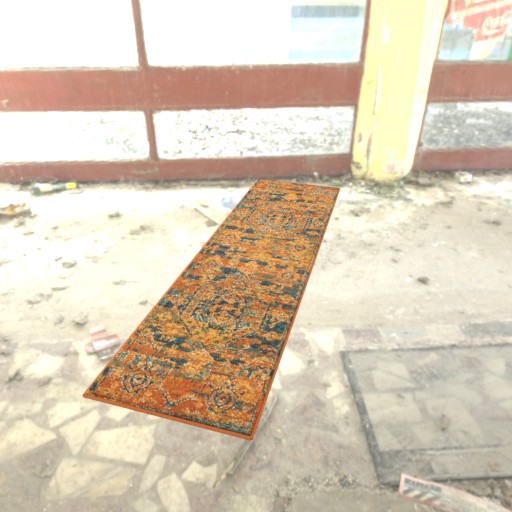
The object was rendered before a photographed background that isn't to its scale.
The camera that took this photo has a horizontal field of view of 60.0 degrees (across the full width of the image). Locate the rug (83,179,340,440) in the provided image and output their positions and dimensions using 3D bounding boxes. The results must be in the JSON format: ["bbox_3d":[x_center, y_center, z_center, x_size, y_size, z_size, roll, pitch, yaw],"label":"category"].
[{"bbox_3d":[0.000,0.000,2.469,0.651,0.016,2.274,9,32,14],"label":"rug"}]
